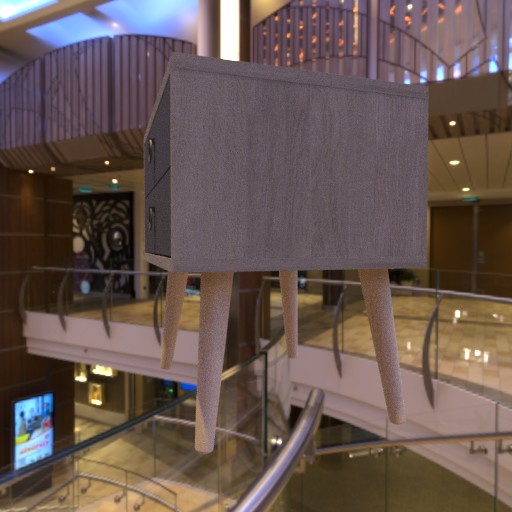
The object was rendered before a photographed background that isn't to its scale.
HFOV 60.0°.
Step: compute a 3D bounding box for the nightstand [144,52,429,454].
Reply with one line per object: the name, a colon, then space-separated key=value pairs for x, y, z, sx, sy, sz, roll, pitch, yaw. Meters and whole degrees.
nightstand: x=0.000 y=0.000 z=0.804 sx=0.380 sy=0.500 sz=0.450 roll=0 pitch=2 yaw=-18
